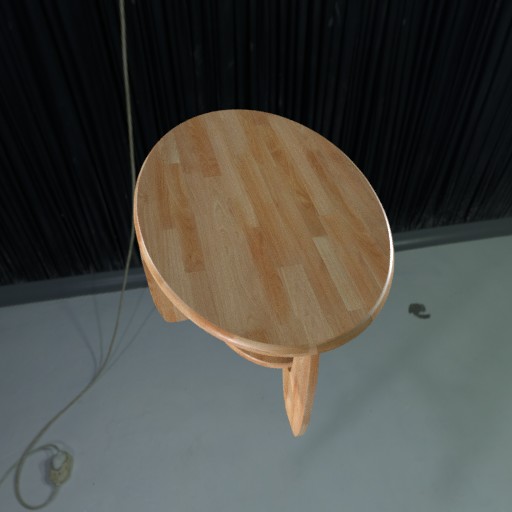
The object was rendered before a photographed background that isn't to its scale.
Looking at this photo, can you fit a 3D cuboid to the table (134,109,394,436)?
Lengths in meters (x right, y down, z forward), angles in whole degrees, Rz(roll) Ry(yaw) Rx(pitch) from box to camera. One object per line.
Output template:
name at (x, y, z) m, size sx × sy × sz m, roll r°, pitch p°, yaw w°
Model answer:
table at (0.000, 0.000, 1.411) m, size 0.690 × 0.490 × 1.040 m, roll -10°, pitch 47°, yaw -10°
